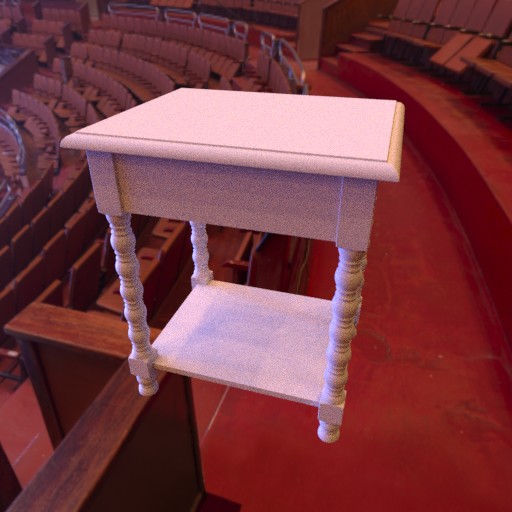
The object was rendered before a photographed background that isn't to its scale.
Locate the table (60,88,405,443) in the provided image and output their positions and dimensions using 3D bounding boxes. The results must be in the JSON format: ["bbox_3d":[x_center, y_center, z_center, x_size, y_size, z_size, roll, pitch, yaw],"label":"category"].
[{"bbox_3d":[0.000,0.000,0.848,0.460,0.531,0.381,9,32,15],"label":"table"}]
